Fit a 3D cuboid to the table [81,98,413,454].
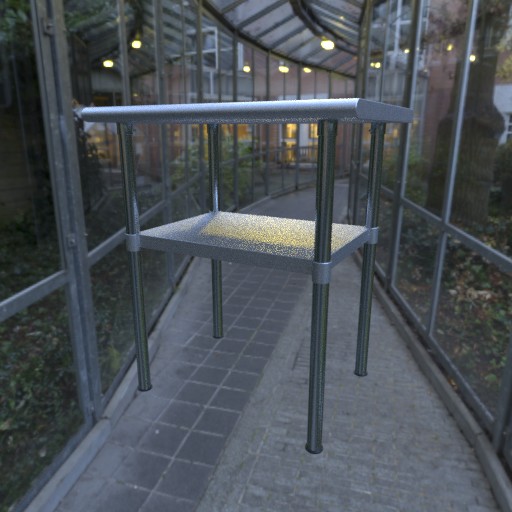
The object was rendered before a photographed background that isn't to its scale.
[{"bbox_3d":[0.000,0.000,1.386,0.762,0.876,0.584,9,18,28],"label":"table"}]
